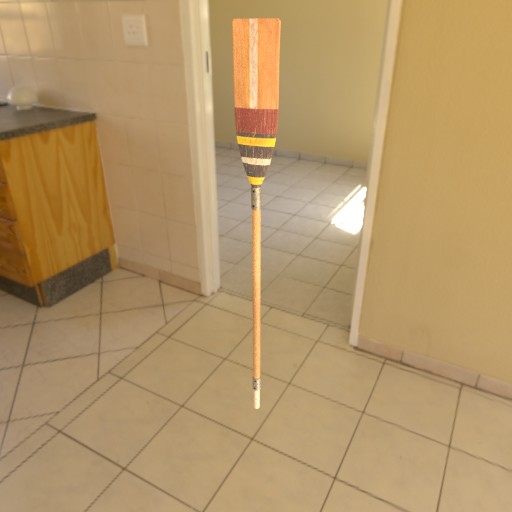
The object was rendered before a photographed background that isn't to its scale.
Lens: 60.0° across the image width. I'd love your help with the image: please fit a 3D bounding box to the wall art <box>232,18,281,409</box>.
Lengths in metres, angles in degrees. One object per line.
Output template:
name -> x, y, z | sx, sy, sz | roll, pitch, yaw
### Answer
wall art -> 0.000, 0.000, 1.646 | 0.146, 1.556, 0.038 | 9, 30, 17
